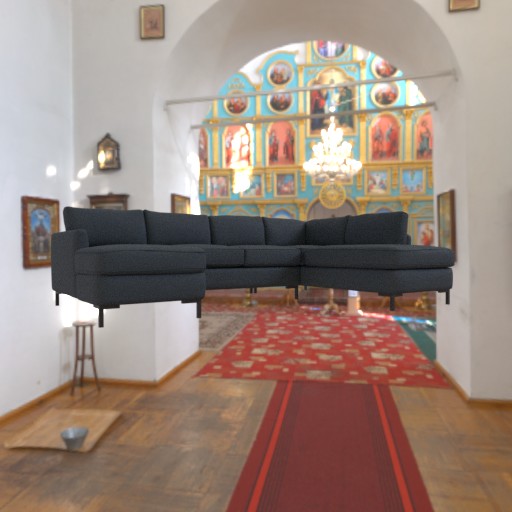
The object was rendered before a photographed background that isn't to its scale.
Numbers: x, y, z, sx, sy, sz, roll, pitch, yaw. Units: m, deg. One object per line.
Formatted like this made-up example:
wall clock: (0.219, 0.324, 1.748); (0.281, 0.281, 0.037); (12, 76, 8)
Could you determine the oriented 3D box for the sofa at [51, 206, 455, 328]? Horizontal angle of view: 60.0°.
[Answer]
sofa: (0.000, 0.000, 3.856); (2.975, 0.858, 1.984); (0, 0, -35)
